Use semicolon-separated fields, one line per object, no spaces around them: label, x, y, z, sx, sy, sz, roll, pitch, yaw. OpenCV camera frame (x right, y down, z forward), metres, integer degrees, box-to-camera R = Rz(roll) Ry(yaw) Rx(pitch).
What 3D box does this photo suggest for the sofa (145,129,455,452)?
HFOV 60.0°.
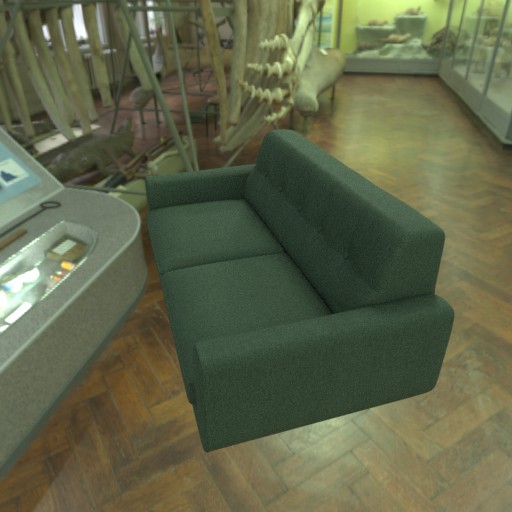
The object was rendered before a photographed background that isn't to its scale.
sofa;0.000;0.000;2.106;0.909;0.841;1.631;-9;31;-15
